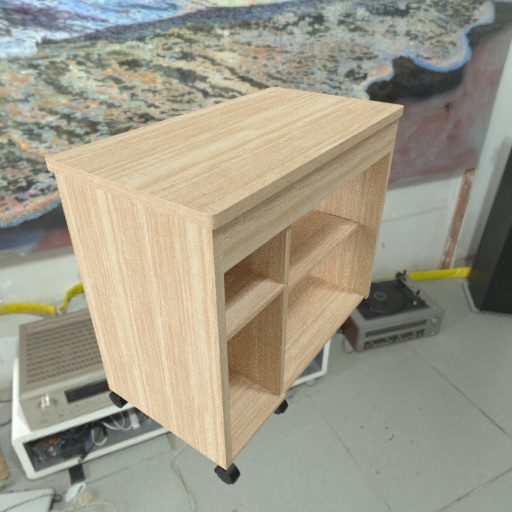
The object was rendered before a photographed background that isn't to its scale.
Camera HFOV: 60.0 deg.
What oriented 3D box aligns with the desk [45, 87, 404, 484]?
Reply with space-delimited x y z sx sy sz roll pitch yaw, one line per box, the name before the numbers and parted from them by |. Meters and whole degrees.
desk | 0.000 0.000 1.330 0.480 0.770 0.884 21 38 29
